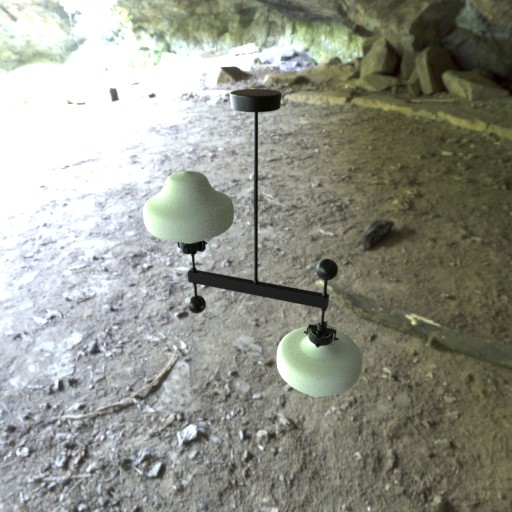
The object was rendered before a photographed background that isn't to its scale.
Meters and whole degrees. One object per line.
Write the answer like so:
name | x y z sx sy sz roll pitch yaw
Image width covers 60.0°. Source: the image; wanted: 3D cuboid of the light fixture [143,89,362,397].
light fixture | 0.000 0.000 1.063 0.489 0.743 0.422 -8 29 -15
